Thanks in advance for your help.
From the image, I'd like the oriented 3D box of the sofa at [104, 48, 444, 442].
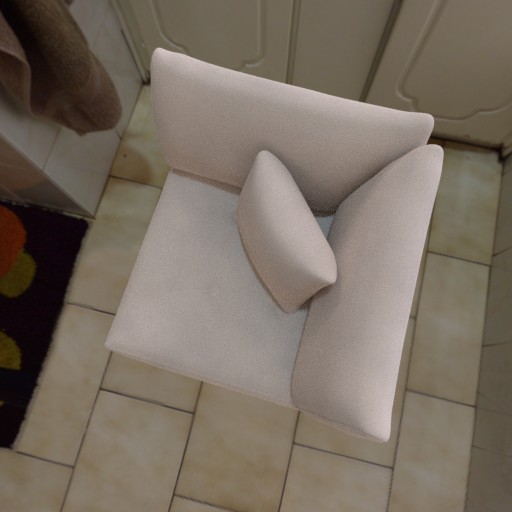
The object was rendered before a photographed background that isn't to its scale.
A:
[{"bbox_3d":[0.000,0.000,1.665,1.000,0.820,1.000,16,76,4],"label":"sofa"}]
